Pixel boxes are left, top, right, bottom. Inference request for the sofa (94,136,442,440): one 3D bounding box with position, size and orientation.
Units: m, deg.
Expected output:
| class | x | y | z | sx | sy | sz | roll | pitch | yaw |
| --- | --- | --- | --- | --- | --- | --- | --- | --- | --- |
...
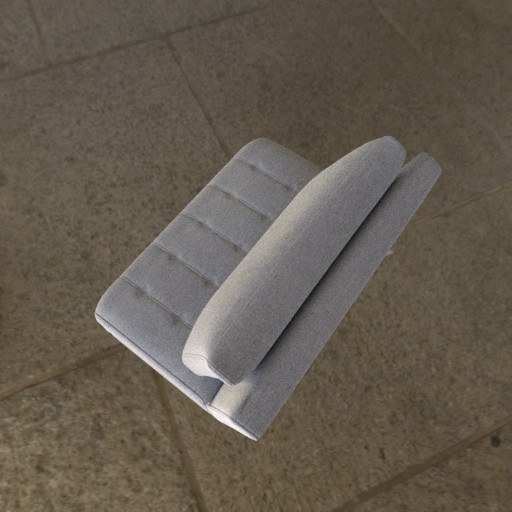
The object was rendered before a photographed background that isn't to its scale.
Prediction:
| class | x | y | z | sx | sy | sz | roll | pitch | yaw |
| --- | --- | --- | --- | --- | --- | --- | --- | --- | --- |
| sofa | 0.000 | 0.000 | 1.902 | 0.910 | 0.910 | 1.220 | 34 | 69 | 15 |
